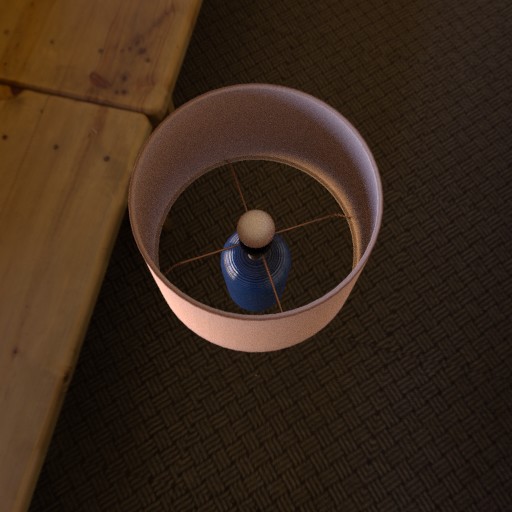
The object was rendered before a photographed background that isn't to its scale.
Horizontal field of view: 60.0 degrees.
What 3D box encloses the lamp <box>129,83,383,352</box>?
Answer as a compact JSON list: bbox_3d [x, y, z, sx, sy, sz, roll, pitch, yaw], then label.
[{"bbox_3d":[0.000,0.000,0.850,0.367,0.609,0.367,0,75,0],"label":"lamp"}]
